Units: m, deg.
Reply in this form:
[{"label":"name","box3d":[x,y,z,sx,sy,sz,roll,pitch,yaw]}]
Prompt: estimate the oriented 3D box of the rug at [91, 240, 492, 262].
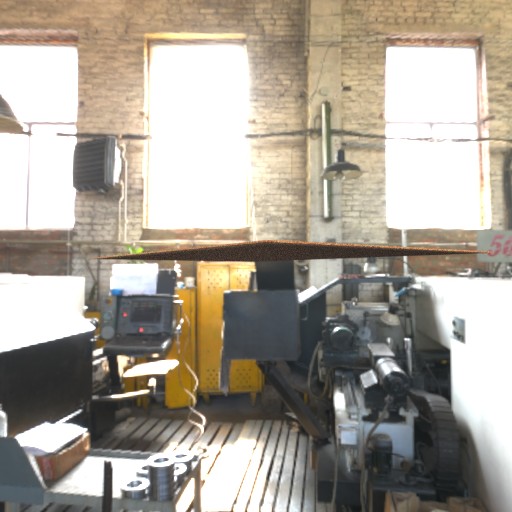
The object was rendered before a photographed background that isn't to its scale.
[{"label":"rug","box3d":[0.000,0.000,2.207,1.143,0.006,1.747,2,-3,-35]}]
